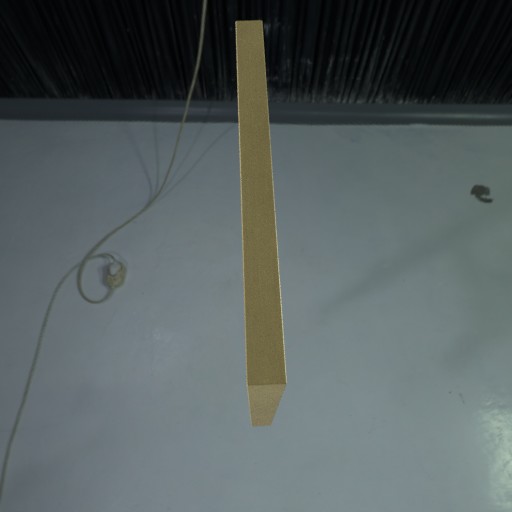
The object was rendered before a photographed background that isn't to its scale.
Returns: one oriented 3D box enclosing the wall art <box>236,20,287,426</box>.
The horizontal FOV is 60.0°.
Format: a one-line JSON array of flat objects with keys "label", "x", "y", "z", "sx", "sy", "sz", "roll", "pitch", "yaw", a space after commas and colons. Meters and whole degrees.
[{"label": "wall art", "x": 0.000, "y": 0.000, "z": 0.757, "sx": 0.038, "sy": 0.508, "sz": 0.508, "roll": -2, "pitch": 65, "yaw": -1}]
